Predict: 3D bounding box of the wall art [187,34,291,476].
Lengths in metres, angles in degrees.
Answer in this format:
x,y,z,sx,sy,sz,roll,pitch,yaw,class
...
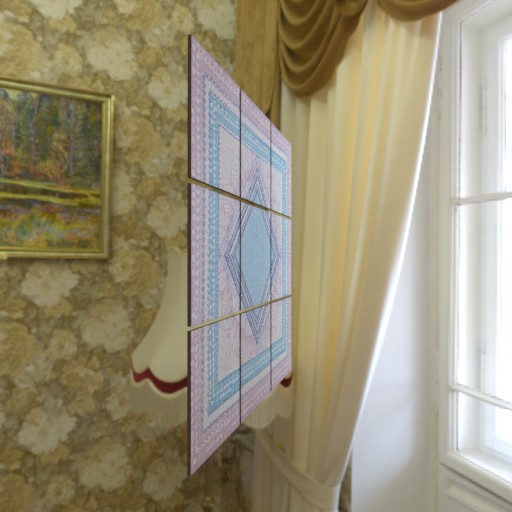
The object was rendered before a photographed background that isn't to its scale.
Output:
x,y,z,sx,sy,sz,roll,pitch,yaw,class
0.000,0.000,2.258,0.014,1.525,1.527,0,-1,18,wall art
